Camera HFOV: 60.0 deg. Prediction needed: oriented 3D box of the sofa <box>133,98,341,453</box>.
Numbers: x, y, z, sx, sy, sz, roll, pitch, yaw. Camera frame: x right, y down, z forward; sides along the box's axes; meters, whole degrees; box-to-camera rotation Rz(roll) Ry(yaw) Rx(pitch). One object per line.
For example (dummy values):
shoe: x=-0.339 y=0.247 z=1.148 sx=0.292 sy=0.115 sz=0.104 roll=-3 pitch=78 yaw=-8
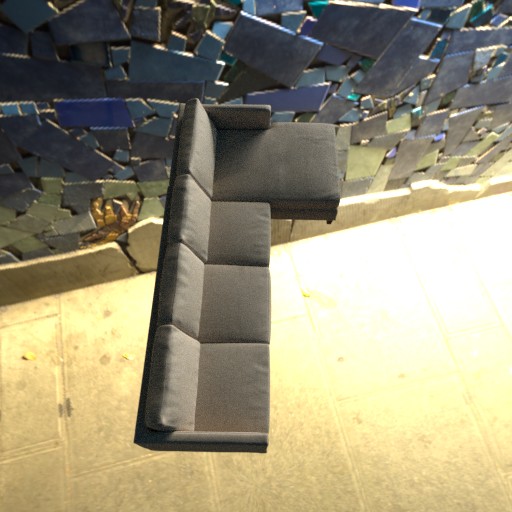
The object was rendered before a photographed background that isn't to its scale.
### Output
sofa: x=0.000 y=0.000 z=3.953 sx=1.625 sy=0.846 sz=3.186 roll=1 pitch=63 yaw=0
